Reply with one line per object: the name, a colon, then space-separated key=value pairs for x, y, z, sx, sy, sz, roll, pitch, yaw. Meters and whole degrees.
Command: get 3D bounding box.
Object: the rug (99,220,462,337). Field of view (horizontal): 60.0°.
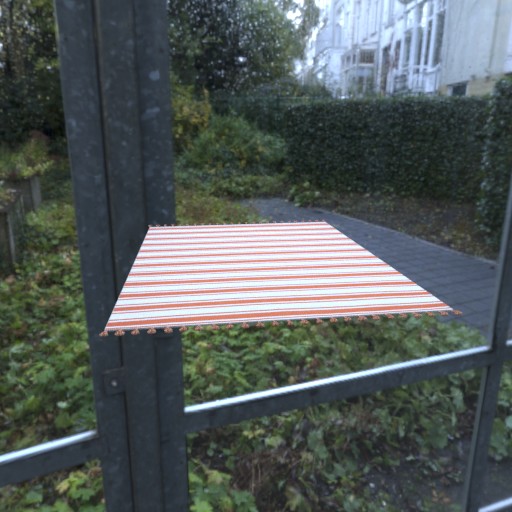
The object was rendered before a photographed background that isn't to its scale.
rug: x=0.000 y=0.000 z=4.533 sx=2.451 sy=0.035 sz=3.369 roll=-2 pitch=16 yaw=-8
